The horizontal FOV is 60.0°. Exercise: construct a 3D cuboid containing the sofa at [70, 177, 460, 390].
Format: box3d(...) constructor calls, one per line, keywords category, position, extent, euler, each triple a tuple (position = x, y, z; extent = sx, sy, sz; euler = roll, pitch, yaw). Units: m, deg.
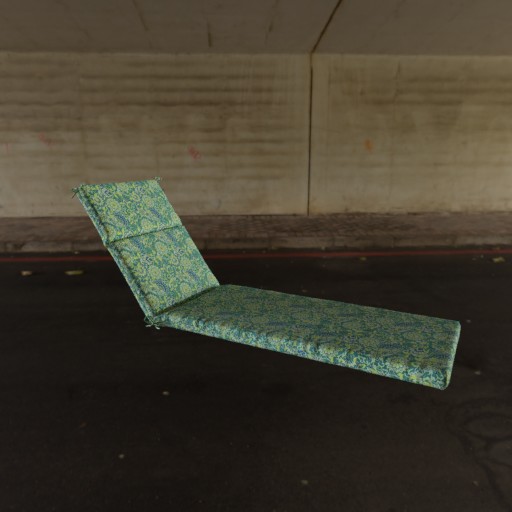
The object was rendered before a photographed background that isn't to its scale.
box3d(category="sofa", position=(0.000, 0.000, 1.947), extent=(1.663, 0.622, 0.582), euler=(7, 15, 27))
